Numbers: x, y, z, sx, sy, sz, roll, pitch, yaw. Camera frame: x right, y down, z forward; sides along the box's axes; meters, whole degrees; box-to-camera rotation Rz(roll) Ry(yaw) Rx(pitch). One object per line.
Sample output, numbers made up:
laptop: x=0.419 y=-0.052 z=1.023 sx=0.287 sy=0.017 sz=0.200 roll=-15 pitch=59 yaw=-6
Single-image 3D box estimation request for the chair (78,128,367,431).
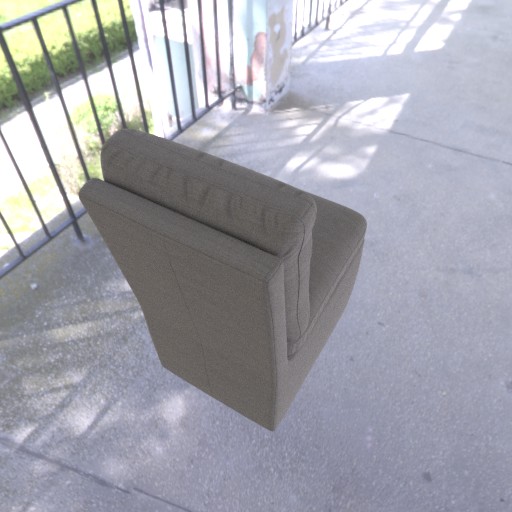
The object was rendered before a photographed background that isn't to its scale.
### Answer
chair: x=0.000 y=0.000 z=1.337 sx=0.503 sy=0.927 sz=0.698 roll=24 pitch=52 yaw=20
